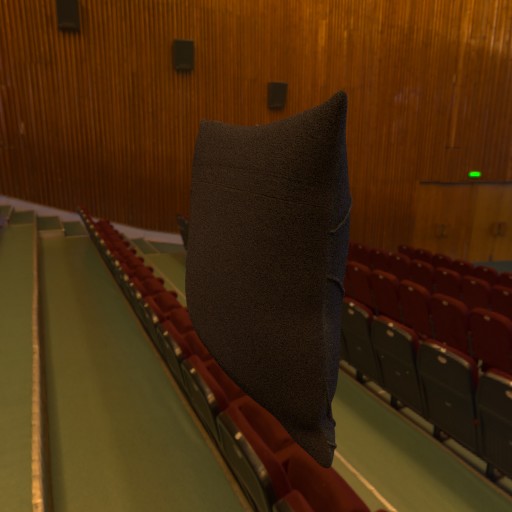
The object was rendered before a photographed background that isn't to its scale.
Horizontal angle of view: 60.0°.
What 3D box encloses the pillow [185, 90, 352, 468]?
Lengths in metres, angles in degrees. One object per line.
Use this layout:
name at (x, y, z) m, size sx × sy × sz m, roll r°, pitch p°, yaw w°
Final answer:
pillow at (0.000, 0.000, 0.682) m, size 0.183 × 0.440 × 0.439 m, roll -7°, pitch 16°, yaw -26°
